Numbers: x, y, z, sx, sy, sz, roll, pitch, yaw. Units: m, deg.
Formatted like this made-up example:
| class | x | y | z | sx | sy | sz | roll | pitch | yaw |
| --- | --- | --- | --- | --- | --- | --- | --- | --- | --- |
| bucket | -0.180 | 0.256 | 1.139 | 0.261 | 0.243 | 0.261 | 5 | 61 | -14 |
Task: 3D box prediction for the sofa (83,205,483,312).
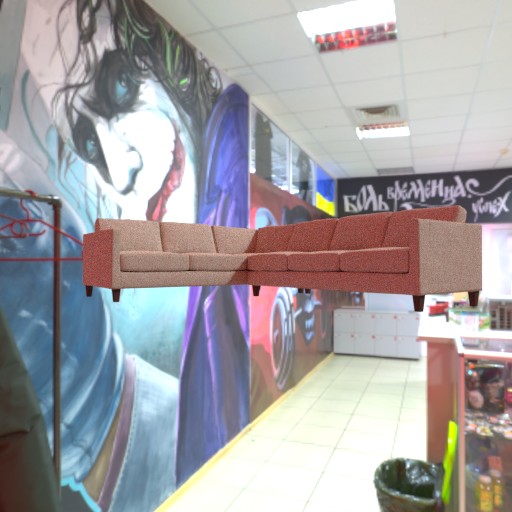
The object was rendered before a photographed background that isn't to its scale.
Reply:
| class | x | y | z | sx | sy | sz | roll | pitch | yaw |
| --- | --- | --- | --- | --- | --- | --- | --- | --- | --- |
| sofa | 0.000 | 0.000 | 4.290 | 2.432 | 0.863 | 3.182 | 1 | -2 | -36 |
